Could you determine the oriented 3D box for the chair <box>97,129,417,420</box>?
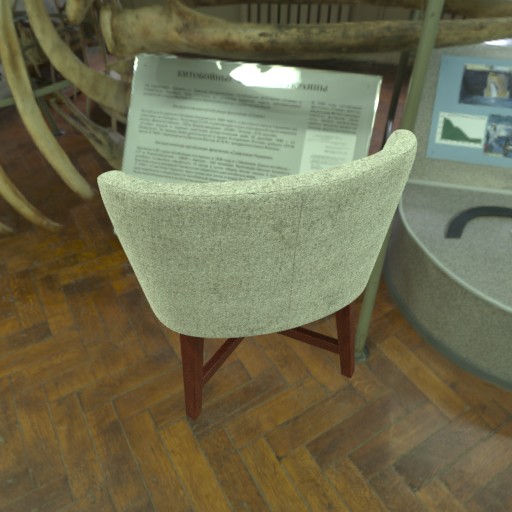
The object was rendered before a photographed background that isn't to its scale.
[{"bbox_3d":[0.000,0.000,1.289,0.728,0.827,0.575,-11,43,-12],"label":"chair"}]
